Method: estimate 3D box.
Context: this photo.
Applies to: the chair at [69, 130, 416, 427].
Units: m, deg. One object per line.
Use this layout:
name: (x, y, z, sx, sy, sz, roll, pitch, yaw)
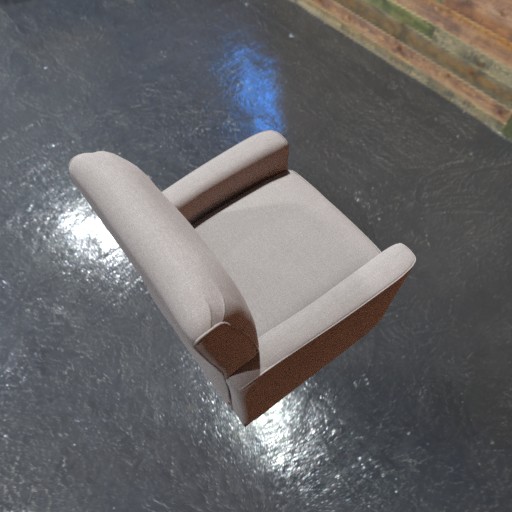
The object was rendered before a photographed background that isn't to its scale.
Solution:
chair: (0.000, 0.000, 1.642, 0.859, 1.023, 0.845, -33, 64, -19)
